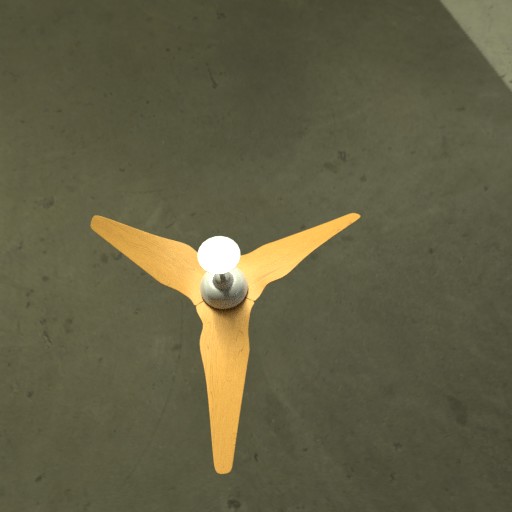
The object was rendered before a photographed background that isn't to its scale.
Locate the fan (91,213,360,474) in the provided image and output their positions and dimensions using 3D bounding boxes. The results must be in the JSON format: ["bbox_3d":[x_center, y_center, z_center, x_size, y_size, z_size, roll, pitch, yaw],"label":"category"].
[{"bbox_3d":[0.000,0.000,1.683,1.010,0.355,1.142,-30,66,-14],"label":"fan"}]
